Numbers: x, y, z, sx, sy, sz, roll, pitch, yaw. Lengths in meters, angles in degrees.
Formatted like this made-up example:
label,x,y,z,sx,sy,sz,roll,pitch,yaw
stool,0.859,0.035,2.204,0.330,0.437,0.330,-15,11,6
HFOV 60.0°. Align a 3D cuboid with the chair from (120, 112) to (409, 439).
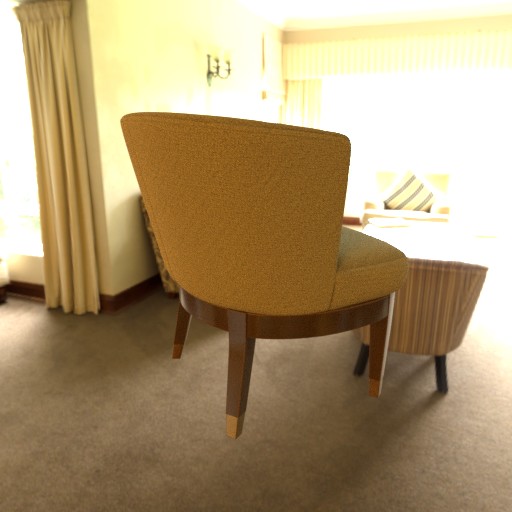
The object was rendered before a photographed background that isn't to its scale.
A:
label,x,y,z,sx,sy,sz,roll,pitch,yaw
chair,0.000,0.000,1.251,0.660,0.760,0.700,-8,18,-27
